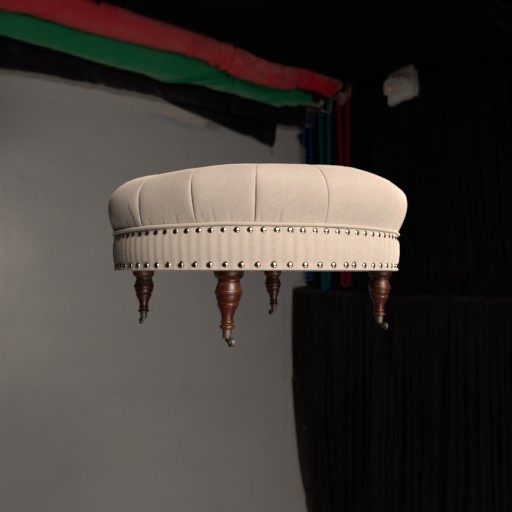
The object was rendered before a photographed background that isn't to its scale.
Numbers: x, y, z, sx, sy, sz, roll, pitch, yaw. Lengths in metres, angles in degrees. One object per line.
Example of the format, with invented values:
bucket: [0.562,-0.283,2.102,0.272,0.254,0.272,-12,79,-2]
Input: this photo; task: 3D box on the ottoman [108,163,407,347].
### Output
ottoman: [0.000,0.000,1.386,0.901,0.439,0.901,0,-2,0]
